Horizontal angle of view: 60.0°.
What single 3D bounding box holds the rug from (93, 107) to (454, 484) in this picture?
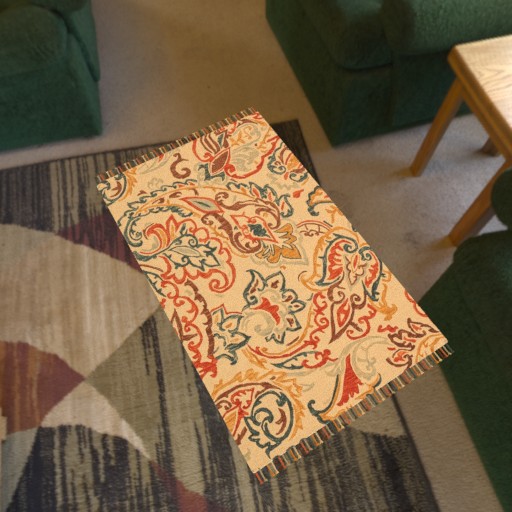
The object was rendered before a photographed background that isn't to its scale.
[{"bbox_3d":[0.000,0.000,3.259,1.523,0.010,2.584,-28,66,-14],"label":"rug"}]
